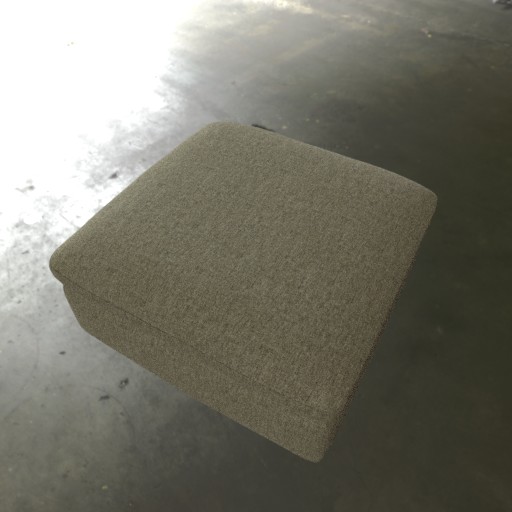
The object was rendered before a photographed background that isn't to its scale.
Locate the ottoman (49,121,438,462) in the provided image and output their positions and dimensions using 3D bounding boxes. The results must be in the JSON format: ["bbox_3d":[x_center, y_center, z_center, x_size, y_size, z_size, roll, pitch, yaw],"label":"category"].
[{"bbox_3d":[0.000,0.000,1.655,1.039,0.526,1.035,23,52,20],"label":"ottoman"}]
